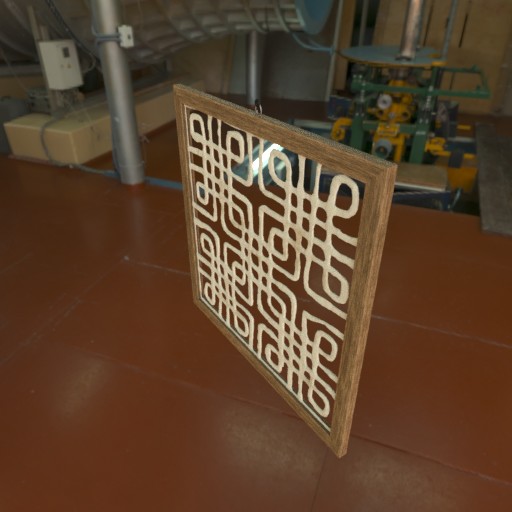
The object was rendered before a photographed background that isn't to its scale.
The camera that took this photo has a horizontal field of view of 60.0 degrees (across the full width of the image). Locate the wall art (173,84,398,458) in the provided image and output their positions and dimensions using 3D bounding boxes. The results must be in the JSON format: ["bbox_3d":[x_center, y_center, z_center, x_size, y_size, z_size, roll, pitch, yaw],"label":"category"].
[{"bbox_3d":[0.000,0.000,0.855,0.021,0.582,0.561,-21,38,-29],"label":"wall art"}]
